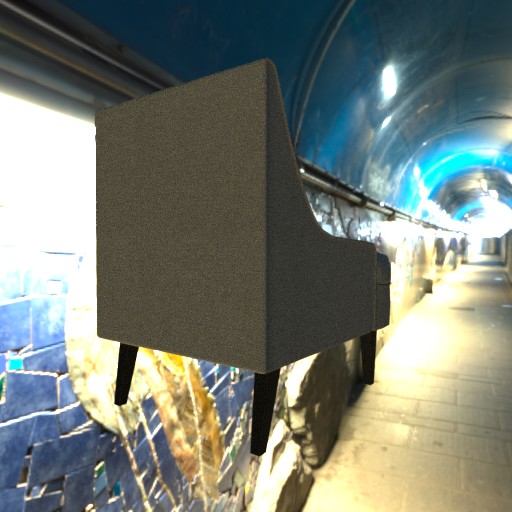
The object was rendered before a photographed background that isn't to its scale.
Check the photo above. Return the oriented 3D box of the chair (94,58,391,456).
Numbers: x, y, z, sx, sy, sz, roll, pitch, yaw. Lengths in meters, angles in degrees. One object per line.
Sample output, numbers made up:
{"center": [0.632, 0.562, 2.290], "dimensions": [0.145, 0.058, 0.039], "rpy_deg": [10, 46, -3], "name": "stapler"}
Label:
{"center": [0.000, 0.000, 1.439], "dimensions": [0.658, 0.891, 0.772], "rpy_deg": [1, 2, 37], "name": "chair"}
